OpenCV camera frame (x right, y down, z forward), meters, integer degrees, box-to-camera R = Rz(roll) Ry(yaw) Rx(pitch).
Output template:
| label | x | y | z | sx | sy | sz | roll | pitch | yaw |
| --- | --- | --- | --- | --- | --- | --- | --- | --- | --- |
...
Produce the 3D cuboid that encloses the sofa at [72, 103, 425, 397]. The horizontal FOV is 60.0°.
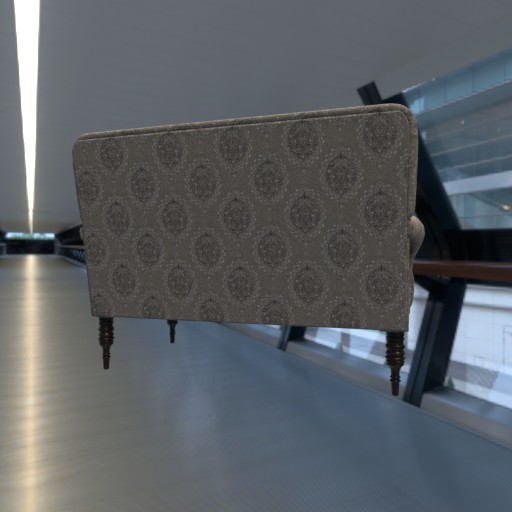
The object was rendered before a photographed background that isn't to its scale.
| label | x | y | z | sx | sy | sz | roll | pitch | yaw |
| --- | --- | --- | --- | --- | --- | --- | --- | --- | --- |
| sofa | 0.000 | 0.000 | 1.798 | 1.297 | 0.889 | 0.779 | 0 | 0 | 18 |
